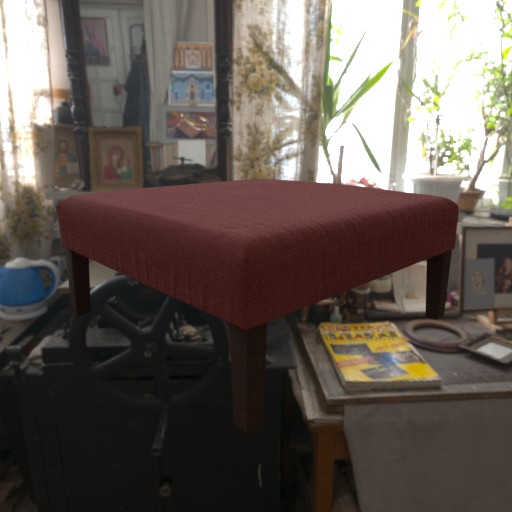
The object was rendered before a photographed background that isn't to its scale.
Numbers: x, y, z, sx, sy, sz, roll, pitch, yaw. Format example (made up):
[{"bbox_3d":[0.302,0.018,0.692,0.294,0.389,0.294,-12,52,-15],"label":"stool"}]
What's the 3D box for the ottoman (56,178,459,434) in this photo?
[{"bbox_3d":[0.000,0.000,1.410,0.889,0.411,0.890,-14,20,-42],"label":"ottoman"}]
